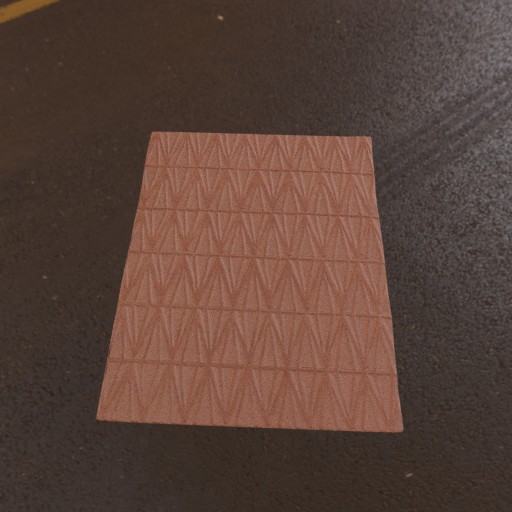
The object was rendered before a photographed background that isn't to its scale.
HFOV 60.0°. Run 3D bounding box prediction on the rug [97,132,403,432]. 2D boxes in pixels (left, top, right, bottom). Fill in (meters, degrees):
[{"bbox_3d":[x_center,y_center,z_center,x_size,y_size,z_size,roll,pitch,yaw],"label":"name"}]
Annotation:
[{"bbox_3d":[0.000,0.000,4.213,2.453,0.043,3.052,2,63,1],"label":"rug"}]
